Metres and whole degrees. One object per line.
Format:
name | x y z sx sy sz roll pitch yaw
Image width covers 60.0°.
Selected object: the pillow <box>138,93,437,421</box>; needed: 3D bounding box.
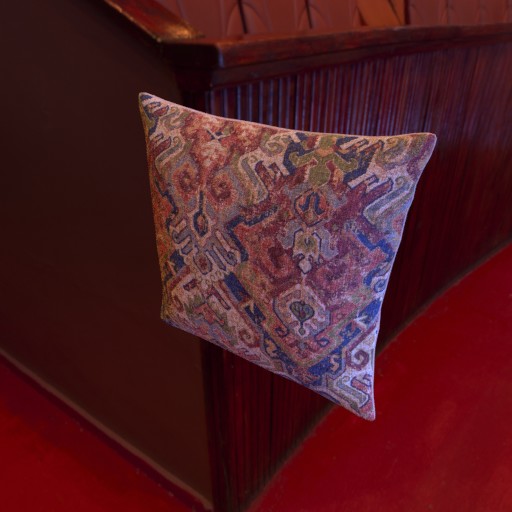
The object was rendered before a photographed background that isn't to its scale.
pillow | 0.000 0.000 0.788 0.523 0.506 0.166 19 35 29
